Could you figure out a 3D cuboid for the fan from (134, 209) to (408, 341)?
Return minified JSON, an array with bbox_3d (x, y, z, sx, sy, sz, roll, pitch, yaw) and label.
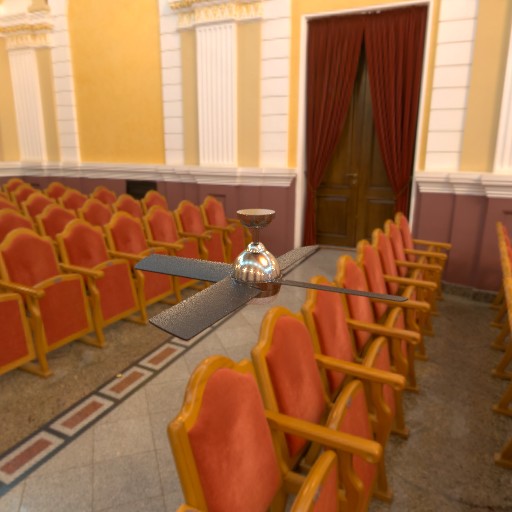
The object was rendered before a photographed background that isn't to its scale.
[{"bbox_3d":[0.000,0.000,2.004,1.332,0.403,1.332,7,16,26],"label":"fan"}]
